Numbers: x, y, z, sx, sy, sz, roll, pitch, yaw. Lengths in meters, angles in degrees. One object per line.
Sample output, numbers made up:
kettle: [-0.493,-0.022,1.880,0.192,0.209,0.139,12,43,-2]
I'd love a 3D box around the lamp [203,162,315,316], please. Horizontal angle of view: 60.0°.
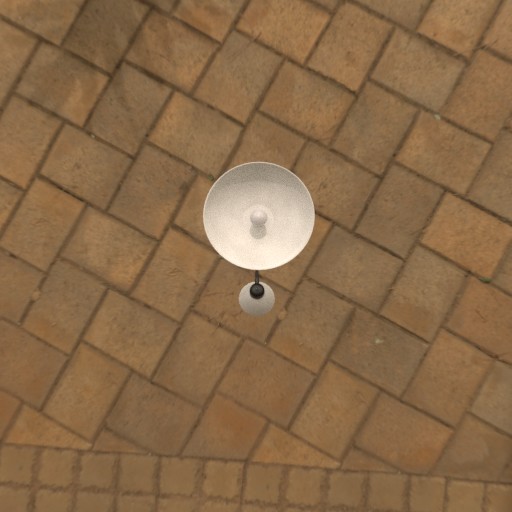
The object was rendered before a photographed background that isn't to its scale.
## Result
lamp: [0.000,0.000,1.982,0.279,1.804,0.442,0,89,0]
